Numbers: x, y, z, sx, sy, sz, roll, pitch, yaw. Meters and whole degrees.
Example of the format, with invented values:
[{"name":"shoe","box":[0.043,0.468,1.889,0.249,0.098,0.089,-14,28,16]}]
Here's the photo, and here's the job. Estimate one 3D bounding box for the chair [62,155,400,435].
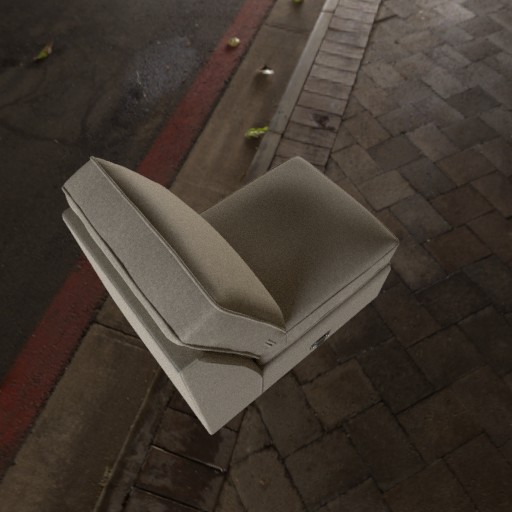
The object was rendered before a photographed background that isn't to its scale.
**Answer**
[{"name":"chair","box":[0.000,0.000,1.696,1.020,1.058,0.674,-35,64,-20]}]
